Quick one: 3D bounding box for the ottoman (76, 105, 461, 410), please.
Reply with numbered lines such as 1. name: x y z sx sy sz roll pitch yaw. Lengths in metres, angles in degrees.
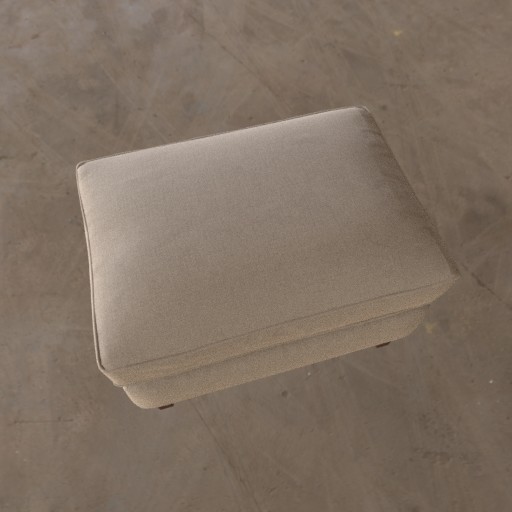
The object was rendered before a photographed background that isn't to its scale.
1. ottoman: 0.000 0.000 0.995 0.665 0.456 0.501 -14 62 -8
